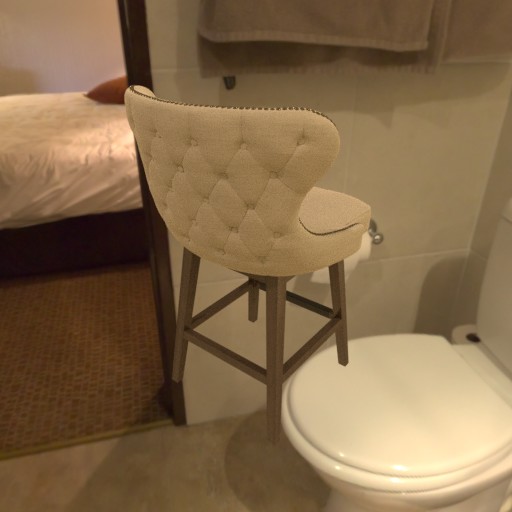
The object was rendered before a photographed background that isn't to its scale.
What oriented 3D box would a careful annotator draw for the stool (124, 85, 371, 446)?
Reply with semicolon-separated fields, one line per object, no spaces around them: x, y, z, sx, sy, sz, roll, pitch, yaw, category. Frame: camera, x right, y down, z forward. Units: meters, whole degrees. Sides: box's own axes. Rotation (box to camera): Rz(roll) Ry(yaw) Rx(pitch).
0.000;0.000;1.340;0.615;0.972;0.597;21;35;33;stool
